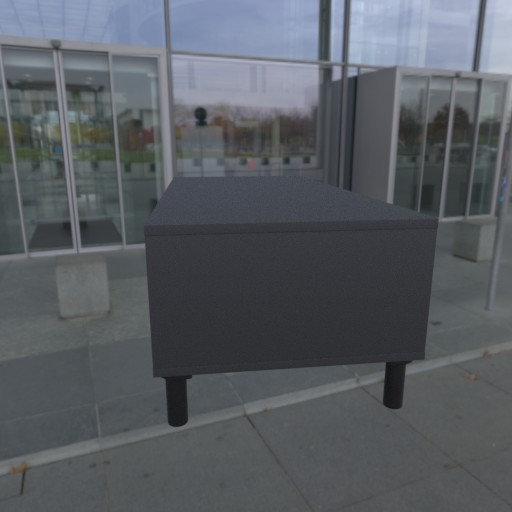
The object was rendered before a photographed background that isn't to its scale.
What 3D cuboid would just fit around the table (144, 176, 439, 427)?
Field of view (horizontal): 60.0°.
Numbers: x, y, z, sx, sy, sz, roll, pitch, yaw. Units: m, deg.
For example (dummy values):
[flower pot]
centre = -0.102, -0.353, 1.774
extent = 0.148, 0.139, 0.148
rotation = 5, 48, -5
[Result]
[table]
centre = 0.000, 0.000, 1.350
extent = 0.550, 0.400, 1.100
rotation = -2, 14, -7
